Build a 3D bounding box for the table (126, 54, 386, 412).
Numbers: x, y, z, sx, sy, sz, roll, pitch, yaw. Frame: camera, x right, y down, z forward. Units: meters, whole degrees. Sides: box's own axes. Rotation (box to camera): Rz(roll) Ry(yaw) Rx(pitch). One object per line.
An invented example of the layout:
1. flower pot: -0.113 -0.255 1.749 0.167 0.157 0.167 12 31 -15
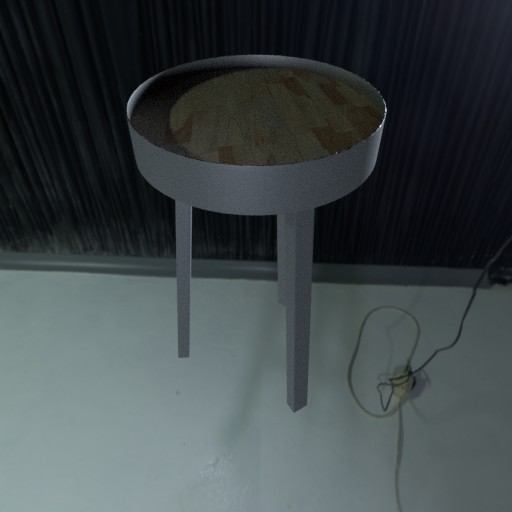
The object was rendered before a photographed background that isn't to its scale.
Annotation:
1. table: 0.000 0.000 0.941 0.406 0.686 0.406 -1 43 -1
